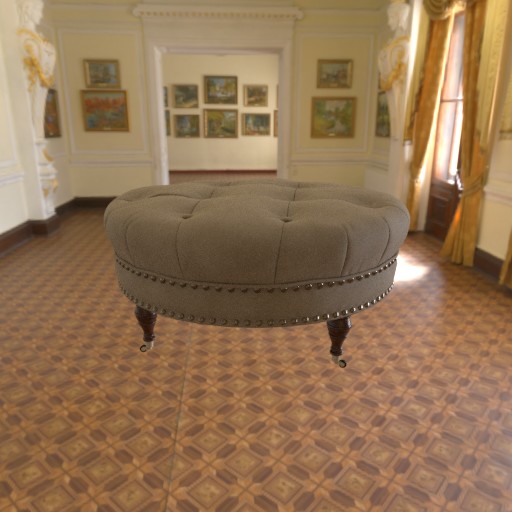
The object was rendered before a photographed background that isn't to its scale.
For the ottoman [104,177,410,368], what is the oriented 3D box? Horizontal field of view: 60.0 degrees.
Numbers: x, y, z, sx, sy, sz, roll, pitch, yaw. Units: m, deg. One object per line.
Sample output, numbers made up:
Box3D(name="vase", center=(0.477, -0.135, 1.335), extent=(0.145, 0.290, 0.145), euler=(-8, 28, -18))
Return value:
Box3D(name="ottoman", center=(0.000, 0.000, 1.406), extent=(0.901, 0.439, 0.901), euler=(0, 17, 0))
